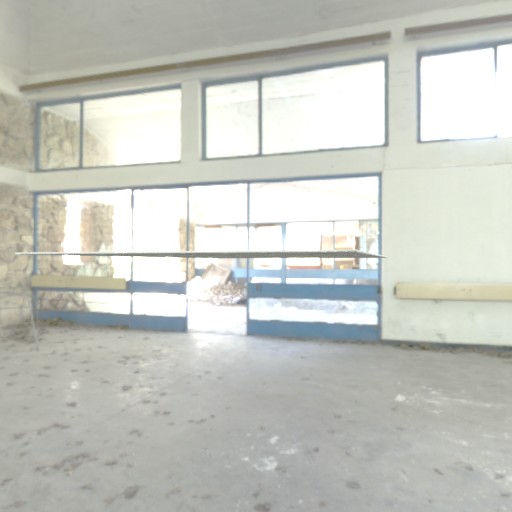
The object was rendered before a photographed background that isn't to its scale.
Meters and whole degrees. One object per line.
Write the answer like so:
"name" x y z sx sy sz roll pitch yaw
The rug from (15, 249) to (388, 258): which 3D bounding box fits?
"rug" 0.000 0.000 2.824 1.522 0.008 2.284 0 -1 19
